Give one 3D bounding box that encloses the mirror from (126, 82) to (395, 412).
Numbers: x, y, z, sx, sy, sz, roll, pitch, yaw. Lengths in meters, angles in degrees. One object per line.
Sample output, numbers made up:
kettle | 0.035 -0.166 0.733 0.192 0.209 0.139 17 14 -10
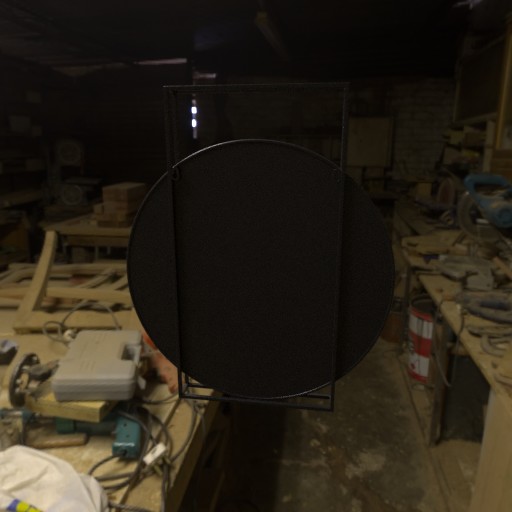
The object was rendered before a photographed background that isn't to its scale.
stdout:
mirror | 0.000 0.000 0.837 0.508 0.603 0.051 2 15 9
